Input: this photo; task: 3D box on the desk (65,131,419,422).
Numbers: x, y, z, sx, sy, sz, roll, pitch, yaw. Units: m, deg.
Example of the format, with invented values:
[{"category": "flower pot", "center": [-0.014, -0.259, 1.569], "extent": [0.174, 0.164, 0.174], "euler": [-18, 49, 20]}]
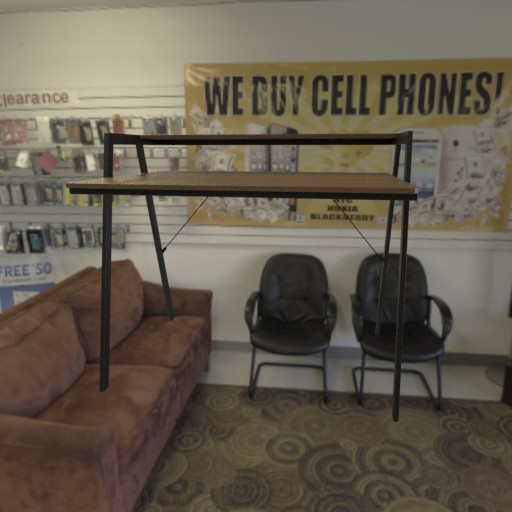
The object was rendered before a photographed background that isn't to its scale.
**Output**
[{"category": "desk", "center": [0.000, 0.000, 1.867], "extent": [1.143, 0.998, 0.936], "euler": [2, 14, 10]}]
